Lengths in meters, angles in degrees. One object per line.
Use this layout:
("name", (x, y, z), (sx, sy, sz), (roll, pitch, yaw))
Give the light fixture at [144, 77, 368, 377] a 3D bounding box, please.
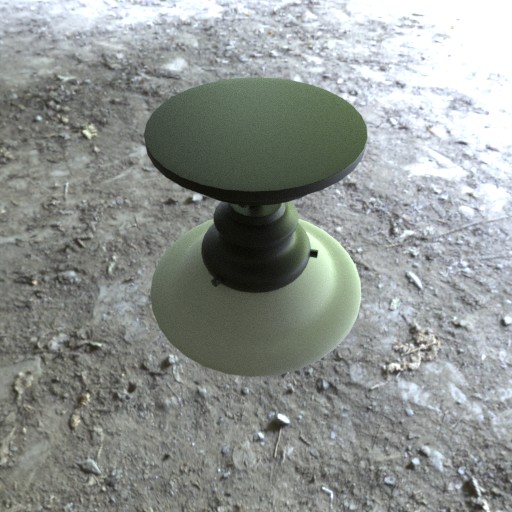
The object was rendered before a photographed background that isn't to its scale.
("light fixture", (0.000, 0.000, 0.392), (0.197, 0.254, 0.197), (0, 45, 0))
